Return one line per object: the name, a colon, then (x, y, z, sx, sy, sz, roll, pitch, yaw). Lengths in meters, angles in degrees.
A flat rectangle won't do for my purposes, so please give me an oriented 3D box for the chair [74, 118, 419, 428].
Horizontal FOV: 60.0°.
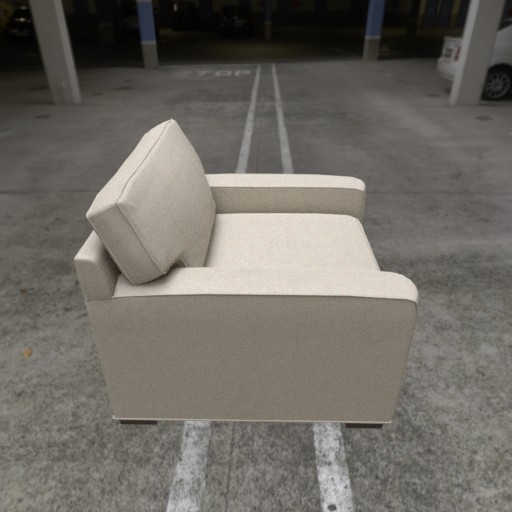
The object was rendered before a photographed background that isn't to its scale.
chair: (0.000, 0.000, 1.832, 1.043, 0.913, 0.998, 0, 32, 1)
